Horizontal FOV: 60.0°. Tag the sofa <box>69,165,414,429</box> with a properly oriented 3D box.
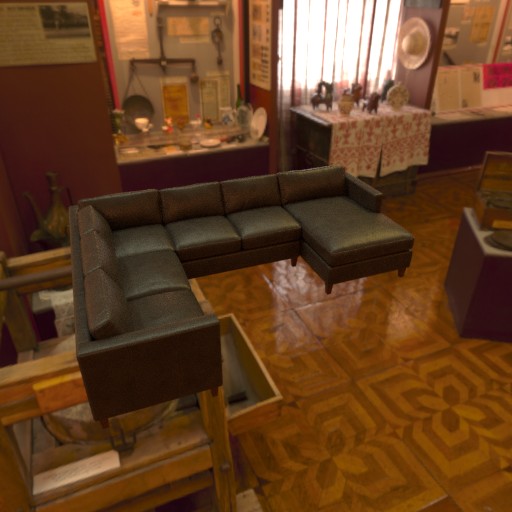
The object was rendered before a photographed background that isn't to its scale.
[{"bbox_3d":[0.000,0.000,4.381,3.324,0.891,2.452,-11,32,-18],"label":"sofa"}]
